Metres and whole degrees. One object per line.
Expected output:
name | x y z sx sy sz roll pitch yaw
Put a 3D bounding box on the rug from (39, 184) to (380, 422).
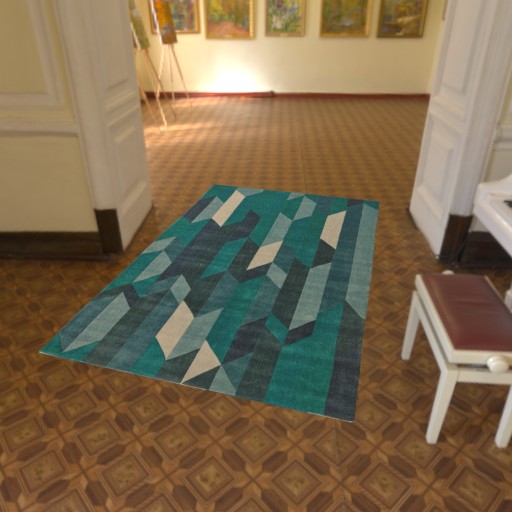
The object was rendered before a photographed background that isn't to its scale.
rug | 0.000 0.000 2.991 1.528 0.005 2.420 8 30 14
